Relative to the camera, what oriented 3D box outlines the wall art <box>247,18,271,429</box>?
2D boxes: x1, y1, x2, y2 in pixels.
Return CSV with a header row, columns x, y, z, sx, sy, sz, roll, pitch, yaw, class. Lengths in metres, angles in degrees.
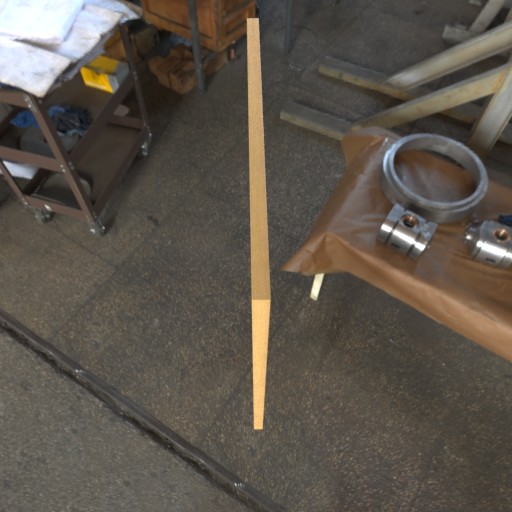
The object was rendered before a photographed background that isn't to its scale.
x,y,z,sx,sy,sz,roll,pitch,yaw,class
0.000,0.000,1.338,0.030,1.002,0.798,-1,58,-1,wall art
